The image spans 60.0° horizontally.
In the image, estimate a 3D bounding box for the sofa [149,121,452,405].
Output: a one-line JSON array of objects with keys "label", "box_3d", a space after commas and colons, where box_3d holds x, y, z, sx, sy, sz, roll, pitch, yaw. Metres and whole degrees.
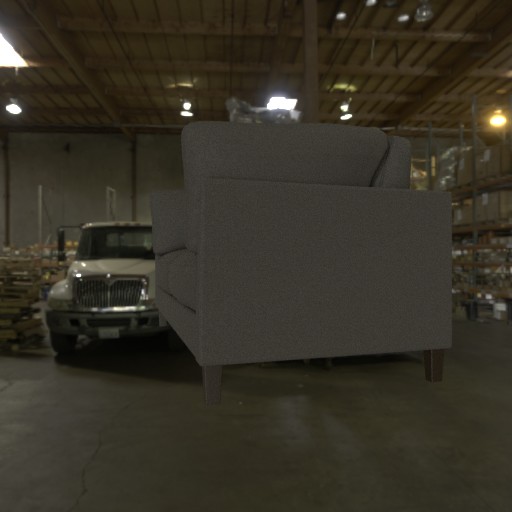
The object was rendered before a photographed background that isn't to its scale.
[{"label": "sofa", "box_3d": [0.000, 0.000, 2.274, 0.969, 0.920, 1.751, 0, 0, -17]}]
